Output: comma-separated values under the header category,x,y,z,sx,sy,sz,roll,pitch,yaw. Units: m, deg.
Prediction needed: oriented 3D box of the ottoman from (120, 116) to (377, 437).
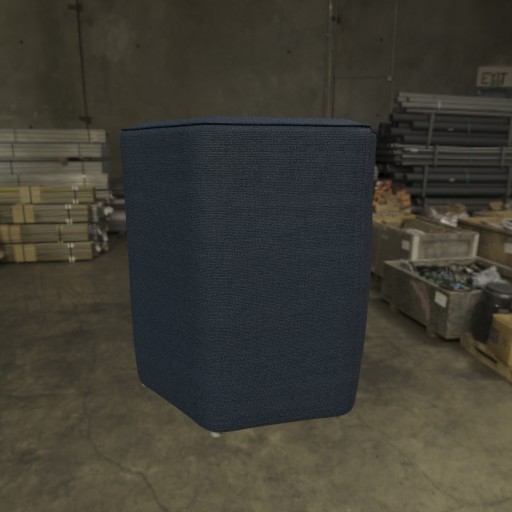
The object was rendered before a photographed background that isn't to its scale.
category,x,y,z,sx,sy,sz,roll,pitch,yaw
ottoman,0.000,0.000,0.886,0.492,0.505,0.454,-2,13,-9
